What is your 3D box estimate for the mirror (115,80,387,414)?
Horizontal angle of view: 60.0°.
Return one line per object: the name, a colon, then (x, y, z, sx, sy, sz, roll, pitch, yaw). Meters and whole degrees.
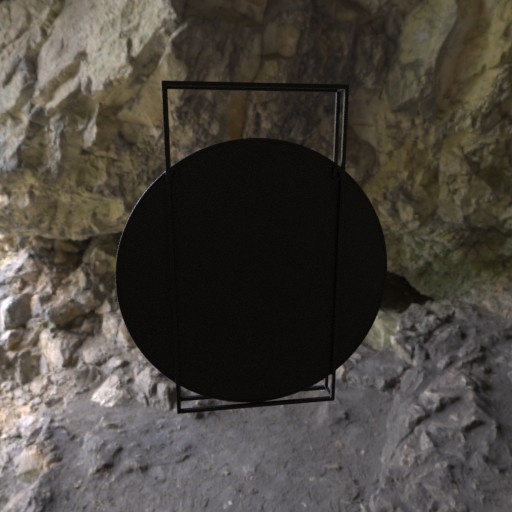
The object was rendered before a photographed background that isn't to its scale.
mirror: (0.000, 0.000, 0.829, 0.508, 0.603, 0.051, -2, 14, -8)
